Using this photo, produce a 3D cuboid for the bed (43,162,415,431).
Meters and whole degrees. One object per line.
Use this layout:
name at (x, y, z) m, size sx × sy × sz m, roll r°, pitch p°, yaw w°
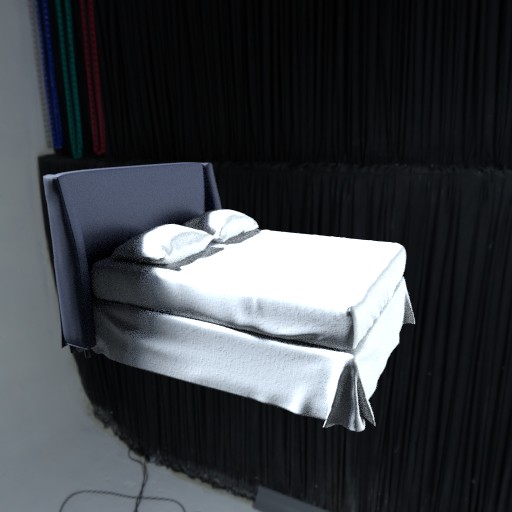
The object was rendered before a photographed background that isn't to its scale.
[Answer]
bed at (0.000, 0.000, 3.454) m, size 2.276 × 1.332 × 1.925 m, roll 7°, pitch 16°, yaw 26°
